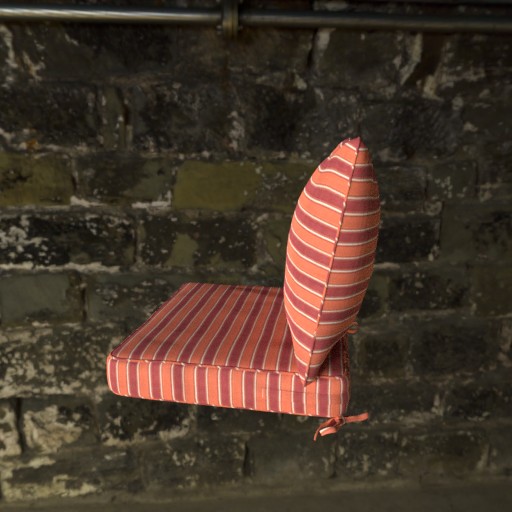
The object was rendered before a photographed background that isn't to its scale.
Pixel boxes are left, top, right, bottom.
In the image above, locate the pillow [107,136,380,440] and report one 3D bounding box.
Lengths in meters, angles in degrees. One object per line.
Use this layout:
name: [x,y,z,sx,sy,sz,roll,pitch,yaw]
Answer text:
pillow: [0.000,0.000,1.400,0.733,0.723,0.799,3,15,10]
